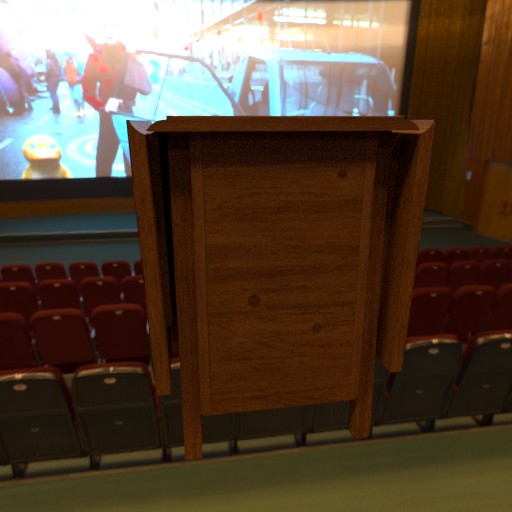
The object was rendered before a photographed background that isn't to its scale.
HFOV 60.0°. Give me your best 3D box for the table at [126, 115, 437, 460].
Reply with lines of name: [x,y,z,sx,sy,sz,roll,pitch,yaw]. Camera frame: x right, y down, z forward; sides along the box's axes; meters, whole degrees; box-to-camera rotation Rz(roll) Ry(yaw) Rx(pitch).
table: [0.000,0.000,1.280,0.591,0.763,0.746,-3,17,-9]
